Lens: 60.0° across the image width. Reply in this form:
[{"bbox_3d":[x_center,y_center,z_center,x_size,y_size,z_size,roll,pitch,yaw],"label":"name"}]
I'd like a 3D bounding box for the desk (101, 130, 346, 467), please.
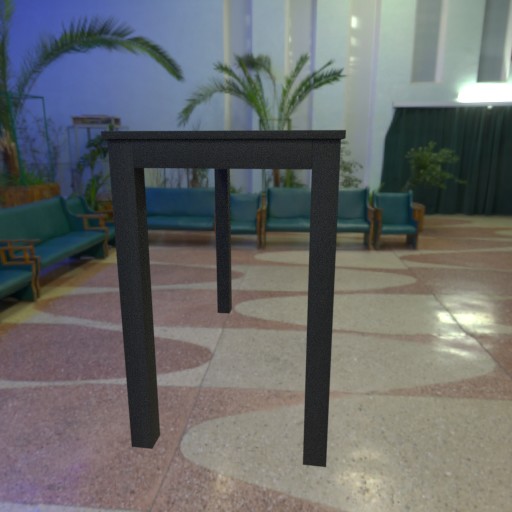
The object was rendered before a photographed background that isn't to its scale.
[{"bbox_3d":[0.000,0.000,1.450,0.499,0.762,0.991,2,14,8],"label":"desk"}]
